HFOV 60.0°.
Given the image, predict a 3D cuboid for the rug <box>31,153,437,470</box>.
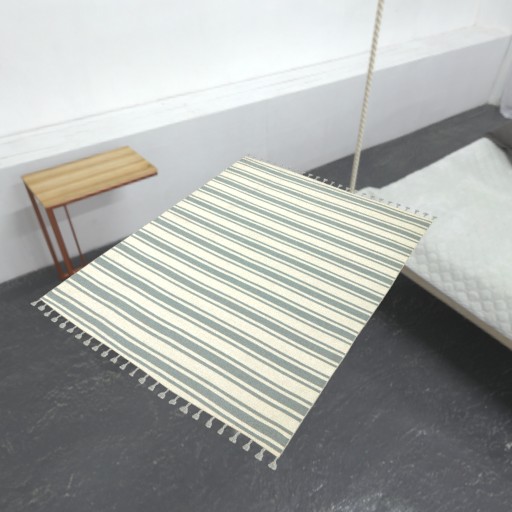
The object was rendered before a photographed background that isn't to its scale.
[{"bbox_3d":[0.000,0.000,4.185,2.439,0.005,3.201,24,47,25],"label":"rug"}]
